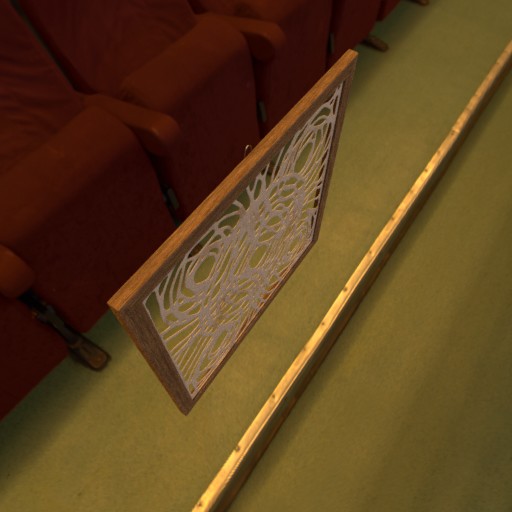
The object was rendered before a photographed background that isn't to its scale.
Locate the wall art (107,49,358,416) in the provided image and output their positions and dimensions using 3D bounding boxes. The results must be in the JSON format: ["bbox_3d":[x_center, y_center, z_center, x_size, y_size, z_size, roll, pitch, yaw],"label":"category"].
[{"bbox_3d":[0.000,0.000,0.843,0.021,0.576,0.561,31,64,17],"label":"wall art"}]
